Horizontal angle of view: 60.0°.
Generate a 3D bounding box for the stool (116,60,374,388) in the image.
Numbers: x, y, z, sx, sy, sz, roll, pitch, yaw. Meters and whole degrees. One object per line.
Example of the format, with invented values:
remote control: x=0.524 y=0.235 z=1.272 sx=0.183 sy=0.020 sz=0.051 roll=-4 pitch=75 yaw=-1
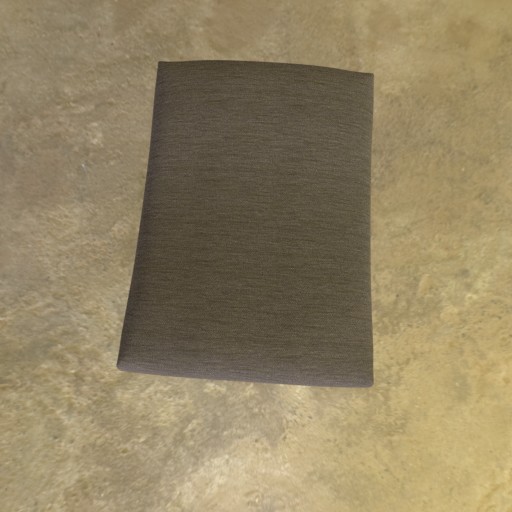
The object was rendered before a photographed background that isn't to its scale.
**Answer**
stool: x=0.000 y=0.000 z=0.953 sx=0.372 sy=0.654 sz=0.504 roll=4 pitch=76 yaw=1
